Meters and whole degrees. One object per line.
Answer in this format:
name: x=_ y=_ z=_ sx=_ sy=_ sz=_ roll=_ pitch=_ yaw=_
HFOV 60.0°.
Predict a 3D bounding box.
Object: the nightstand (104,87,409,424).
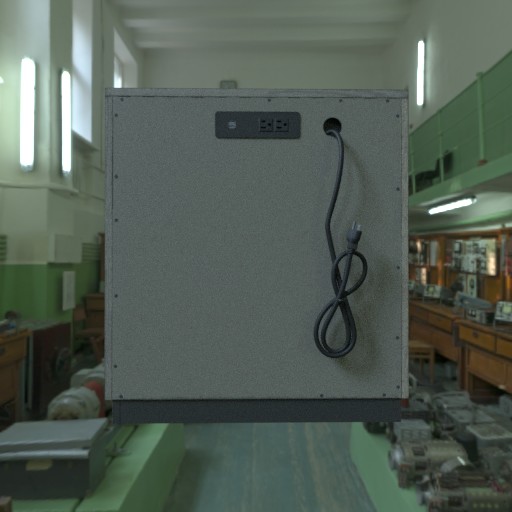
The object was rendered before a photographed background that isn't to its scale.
nightstand: x=0.000 y=0.000 z=1.071 sx=0.612 sy=0.673 sz=0.483 roll=0 pitch=0 yaw=-1
